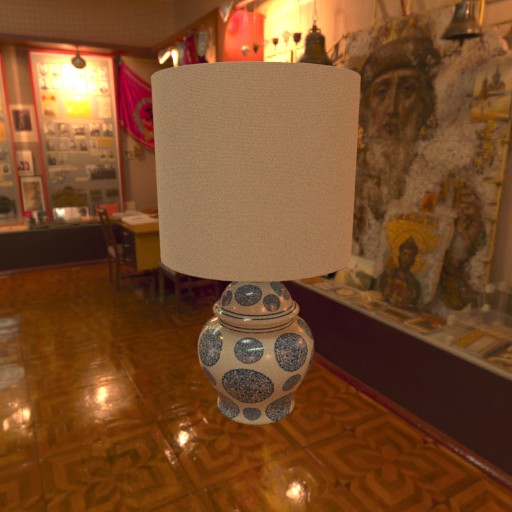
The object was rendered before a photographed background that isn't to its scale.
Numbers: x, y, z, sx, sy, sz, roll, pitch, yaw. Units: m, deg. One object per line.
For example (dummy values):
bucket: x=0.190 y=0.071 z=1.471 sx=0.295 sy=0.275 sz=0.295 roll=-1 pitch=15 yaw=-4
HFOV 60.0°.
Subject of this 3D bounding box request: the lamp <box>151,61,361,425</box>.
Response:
lamp: x=0.000 y=0.000 z=0.512 sx=0.215 sy=0.381 sz=0.215 roll=-7 pitch=16 yaw=-27
